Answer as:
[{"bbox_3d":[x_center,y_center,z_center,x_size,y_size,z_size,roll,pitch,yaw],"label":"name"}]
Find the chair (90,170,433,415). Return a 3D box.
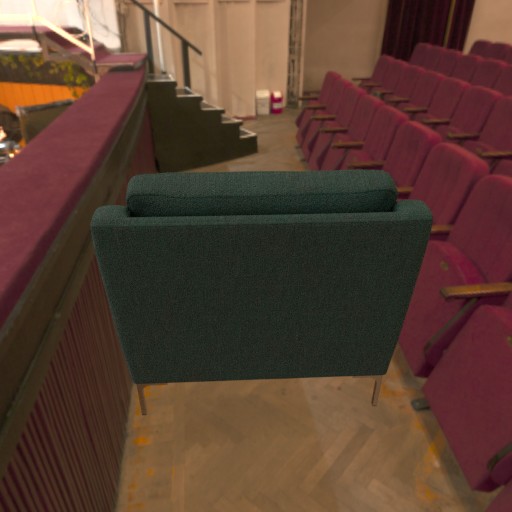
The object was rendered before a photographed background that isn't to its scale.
[{"bbox_3d":[0.000,0.000,1.570,0.847,0.828,0.849,-1,30,-2],"label":"chair"}]
